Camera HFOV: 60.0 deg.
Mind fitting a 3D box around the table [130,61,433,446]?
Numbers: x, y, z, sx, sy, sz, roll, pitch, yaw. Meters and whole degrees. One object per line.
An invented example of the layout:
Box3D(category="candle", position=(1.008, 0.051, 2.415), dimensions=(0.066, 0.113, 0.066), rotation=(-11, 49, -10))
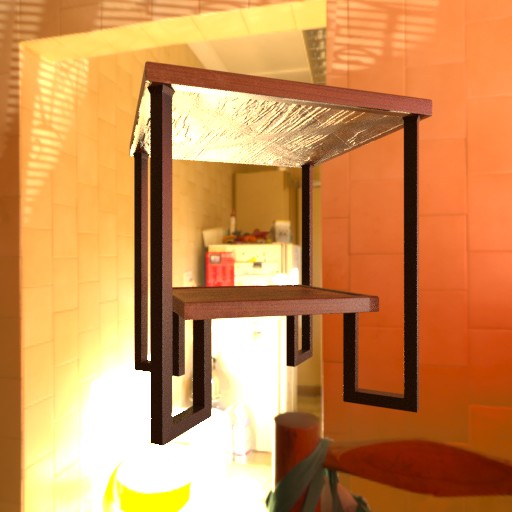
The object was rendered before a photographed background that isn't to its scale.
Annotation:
Box3D(category="table", position=(0.000, 0.000, 0.955), dimensions=(0.503, 0.563, 0.503), rotation=(0, 0, -18))
